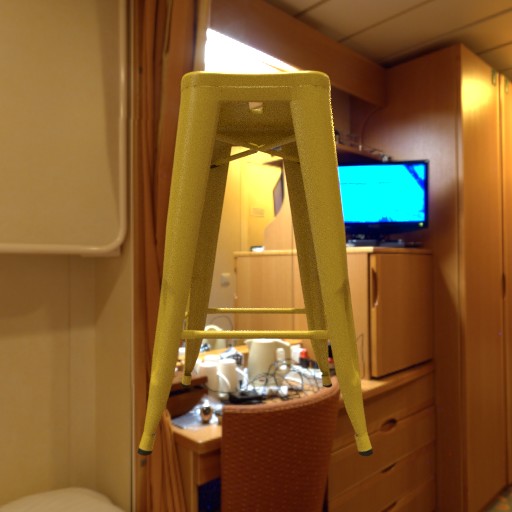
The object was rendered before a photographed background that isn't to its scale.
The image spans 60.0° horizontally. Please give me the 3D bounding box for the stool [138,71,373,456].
[{"bbox_3d":[0.000,0.000,0.865,0.359,0.609,0.399,0,-1,0],"label":"stool"}]
